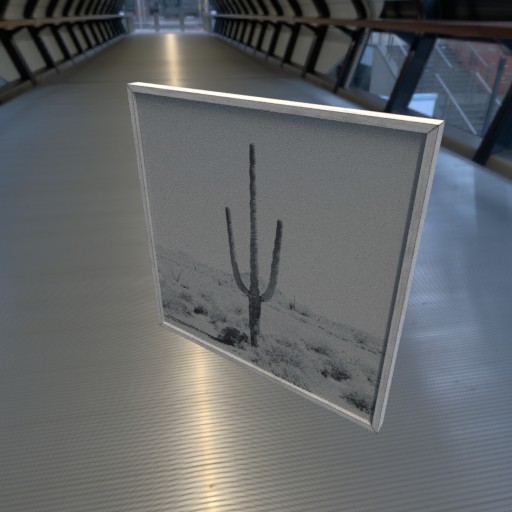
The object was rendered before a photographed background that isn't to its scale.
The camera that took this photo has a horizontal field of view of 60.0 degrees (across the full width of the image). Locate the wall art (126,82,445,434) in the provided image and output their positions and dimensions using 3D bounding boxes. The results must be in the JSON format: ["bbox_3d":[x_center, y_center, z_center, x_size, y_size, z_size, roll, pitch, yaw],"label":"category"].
[{"bbox_3d":[0.000,0.000,1.123,0.762,0.762,0.038,19,35,30],"label":"wall art"}]
